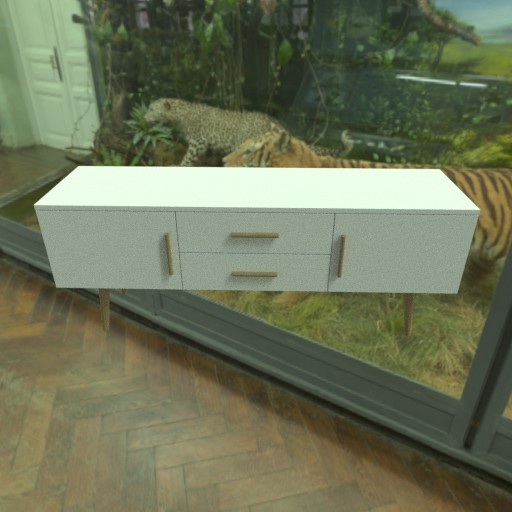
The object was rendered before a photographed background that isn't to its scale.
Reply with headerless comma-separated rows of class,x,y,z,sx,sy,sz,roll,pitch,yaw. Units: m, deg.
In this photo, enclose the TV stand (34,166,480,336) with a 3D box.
TV stand,0.000,0.000,1.683,1.398,0.560,0.401,1,30,1
